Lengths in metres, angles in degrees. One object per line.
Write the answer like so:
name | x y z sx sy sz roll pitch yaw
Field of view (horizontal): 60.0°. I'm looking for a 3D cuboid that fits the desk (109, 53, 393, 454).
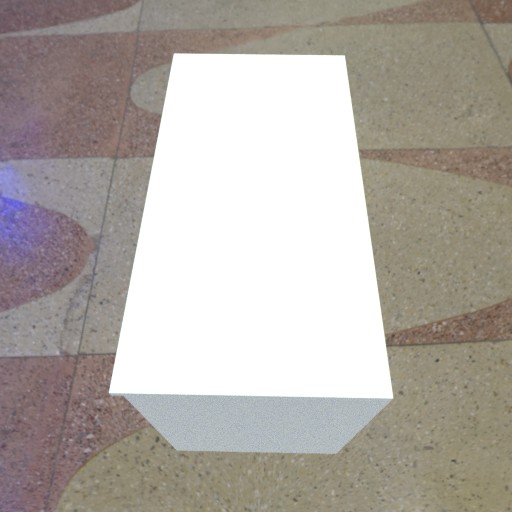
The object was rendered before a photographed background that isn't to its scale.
desk | 0.000 0.000 1.471 0.560 0.730 1.100 1 58 1
